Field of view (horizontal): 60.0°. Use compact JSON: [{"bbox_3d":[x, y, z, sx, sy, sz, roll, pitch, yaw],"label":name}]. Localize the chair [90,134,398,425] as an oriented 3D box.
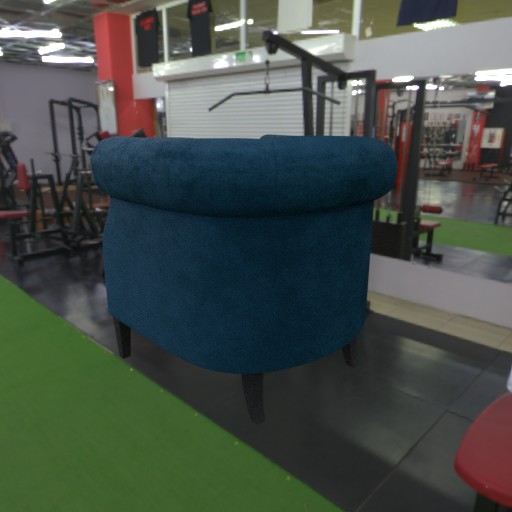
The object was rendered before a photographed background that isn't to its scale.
[{"bbox_3d":[0.000,0.000,1.568,0.904,0.826,0.851,-14,21,-41],"label":"chair"}]
